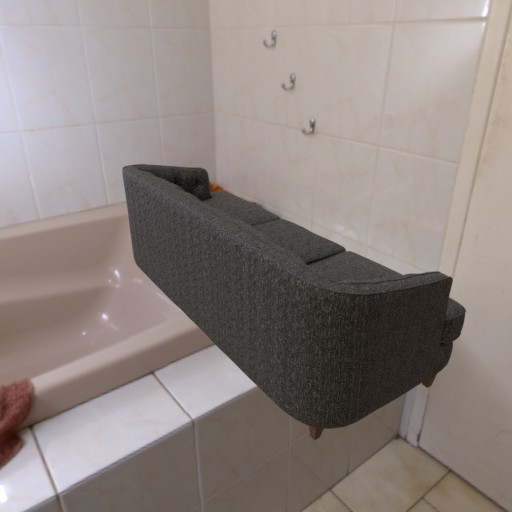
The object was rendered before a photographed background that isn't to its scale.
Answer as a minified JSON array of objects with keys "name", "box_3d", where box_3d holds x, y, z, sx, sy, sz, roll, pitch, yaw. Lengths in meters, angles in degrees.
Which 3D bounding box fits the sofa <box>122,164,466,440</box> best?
[{"name":"sofa","box_3d":[0.000,0.000,2.722,0.941,0.855,2.278,-17,31,-31]}]
